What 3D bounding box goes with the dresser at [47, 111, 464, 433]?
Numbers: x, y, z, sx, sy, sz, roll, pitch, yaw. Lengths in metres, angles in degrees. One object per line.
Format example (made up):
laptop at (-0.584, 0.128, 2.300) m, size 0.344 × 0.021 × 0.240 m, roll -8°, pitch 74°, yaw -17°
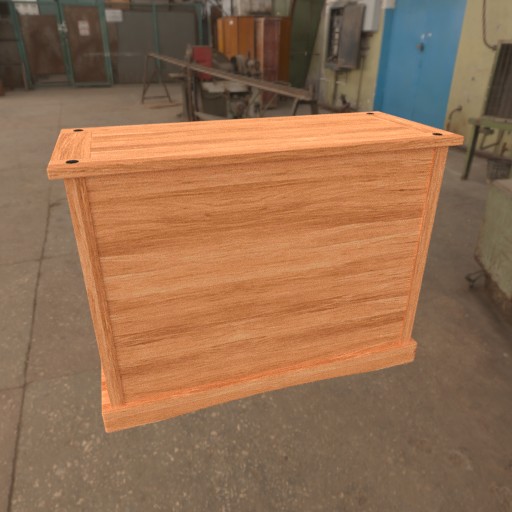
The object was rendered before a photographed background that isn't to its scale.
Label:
dresser at (0.000, 0.000, 1.341) m, size 0.990 × 0.740 × 0.410 m, roll -8°, pitch 28°, yaw -16°
